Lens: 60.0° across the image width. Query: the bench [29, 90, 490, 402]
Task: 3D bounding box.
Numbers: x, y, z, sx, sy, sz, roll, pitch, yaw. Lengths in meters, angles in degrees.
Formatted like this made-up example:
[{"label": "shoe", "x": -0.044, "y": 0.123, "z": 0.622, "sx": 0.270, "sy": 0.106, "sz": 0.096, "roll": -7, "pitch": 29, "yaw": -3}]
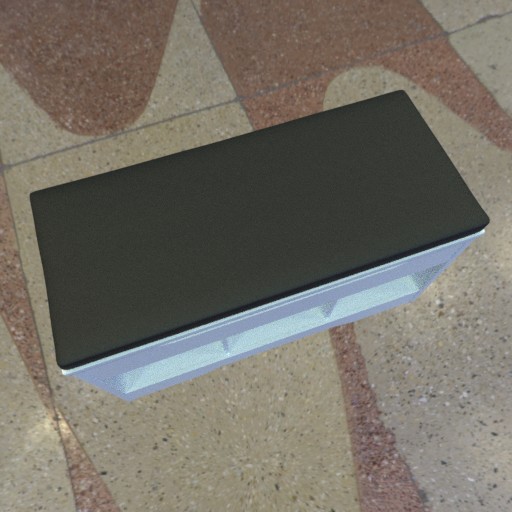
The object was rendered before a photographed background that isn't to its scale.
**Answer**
[{"label": "bench", "x": 0.000, "y": 0.000, "z": 1.147, "sx": 0.899, "sy": 0.500, "sz": 0.401, "roll": -18, "pitch": 66, "yaw": -8}]
